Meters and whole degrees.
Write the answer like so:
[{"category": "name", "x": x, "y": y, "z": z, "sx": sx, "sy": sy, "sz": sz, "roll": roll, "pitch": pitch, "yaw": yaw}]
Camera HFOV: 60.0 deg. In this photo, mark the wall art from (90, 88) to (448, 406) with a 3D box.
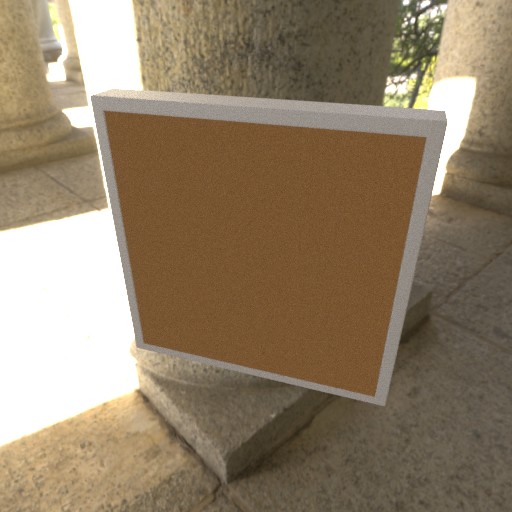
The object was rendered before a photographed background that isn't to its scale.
[{"category": "wall art", "x": 0.000, "y": 0.000, "z": 0.456, "sx": 0.305, "sy": 0.305, "sz": 0.037, "roll": 9, "pitch": 32, "yaw": 15}]
